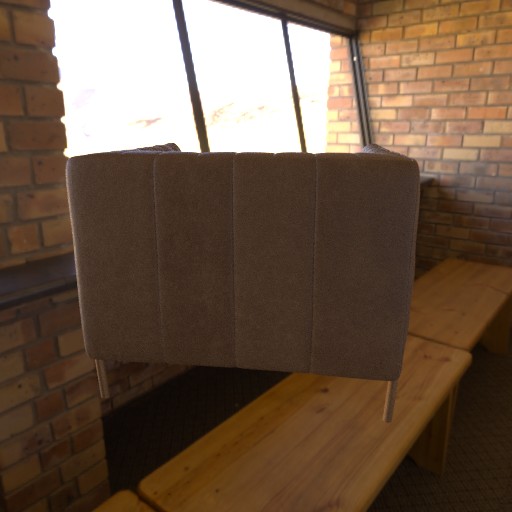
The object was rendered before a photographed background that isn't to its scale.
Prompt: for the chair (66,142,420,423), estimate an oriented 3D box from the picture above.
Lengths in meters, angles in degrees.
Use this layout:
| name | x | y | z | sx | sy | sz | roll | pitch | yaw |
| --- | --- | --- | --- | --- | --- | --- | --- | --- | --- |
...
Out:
| name | x | y | z | sx | sy | sz | roll | pitch | yaw |
| --- | --- | --- | --- | --- | --- | --- | --- | --- | --- |
| chair | 0.000 | 0.000 | 1.605 | 0.981 | 0.779 | 0.876 | 2 | 17 | 8 |
